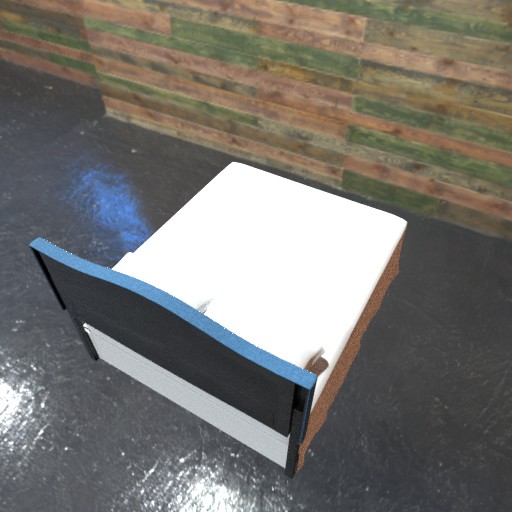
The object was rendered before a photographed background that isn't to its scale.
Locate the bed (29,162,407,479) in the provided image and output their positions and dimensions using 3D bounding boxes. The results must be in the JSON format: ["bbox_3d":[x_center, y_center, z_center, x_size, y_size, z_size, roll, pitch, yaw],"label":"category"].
[{"bbox_3d":[0.000,0.000,2.887,1.610,1.169,1.872,23,50,20],"label":"bed"}]
